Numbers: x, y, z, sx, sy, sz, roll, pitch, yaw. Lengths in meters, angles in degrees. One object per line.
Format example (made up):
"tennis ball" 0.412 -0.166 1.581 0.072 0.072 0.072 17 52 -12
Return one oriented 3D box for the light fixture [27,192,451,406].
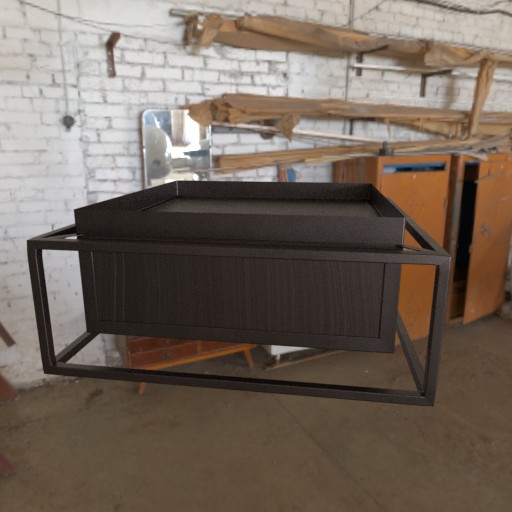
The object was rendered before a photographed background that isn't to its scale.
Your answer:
"light fixture" 0.000 0.000 0.678 0.441 0.191 0.441 2 15 8
